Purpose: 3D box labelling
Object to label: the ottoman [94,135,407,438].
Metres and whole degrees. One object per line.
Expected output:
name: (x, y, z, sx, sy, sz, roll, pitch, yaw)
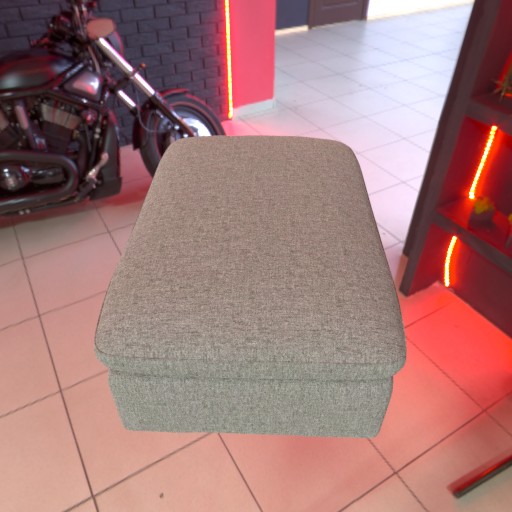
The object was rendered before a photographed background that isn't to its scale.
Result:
ottoman: (0.000, 0.000, 1.350, 0.694, 0.451, 0.977, 1, 41, 1)
